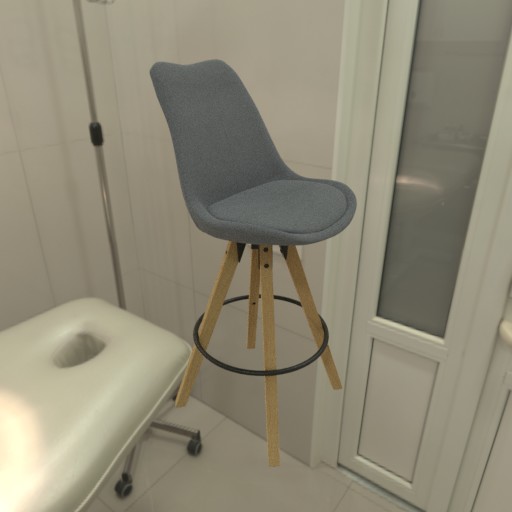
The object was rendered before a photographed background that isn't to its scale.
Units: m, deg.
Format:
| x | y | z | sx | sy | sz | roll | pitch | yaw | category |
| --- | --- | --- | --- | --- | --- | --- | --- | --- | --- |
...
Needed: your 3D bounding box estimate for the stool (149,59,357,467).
| x | y | z | sx | sy | sz | roll | pitch | yaw | category |
| --- | --- | --- | --- | --- | --- | --- | --- | --- | --- |
| 0.000 | 0.000 | 1.393 | 0.550 | 1.115 | 0.485 | 18 | 31 | 33 | stool |
